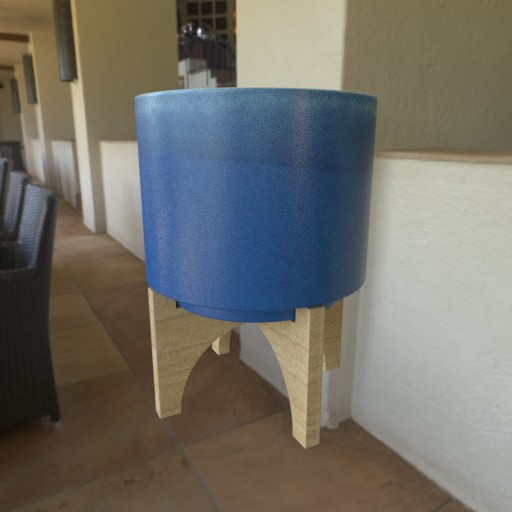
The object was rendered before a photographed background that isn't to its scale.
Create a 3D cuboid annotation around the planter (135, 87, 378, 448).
[{"bbox_3d":[0.000,0.000,0.395,0.192,0.263,0.192,0,15,0],"label":"planter"}]
